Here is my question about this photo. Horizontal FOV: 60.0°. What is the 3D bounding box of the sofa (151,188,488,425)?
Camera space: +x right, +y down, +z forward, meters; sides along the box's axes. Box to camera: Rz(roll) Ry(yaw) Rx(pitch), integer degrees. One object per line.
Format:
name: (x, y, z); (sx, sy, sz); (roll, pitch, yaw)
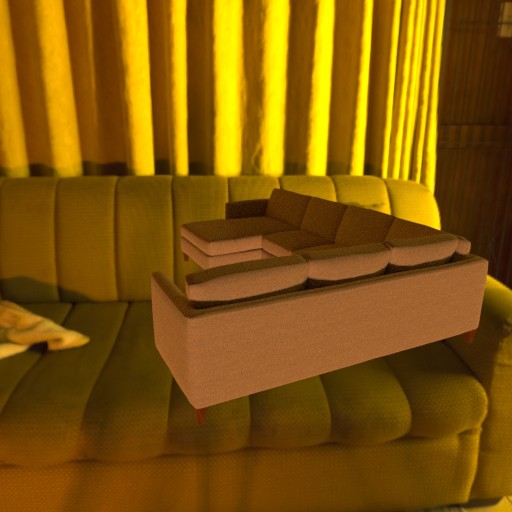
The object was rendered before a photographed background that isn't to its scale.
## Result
sofa: (0.000, 0.000, 4.602); (2.594, 0.961, 3.460); (-8, 19, -25)
